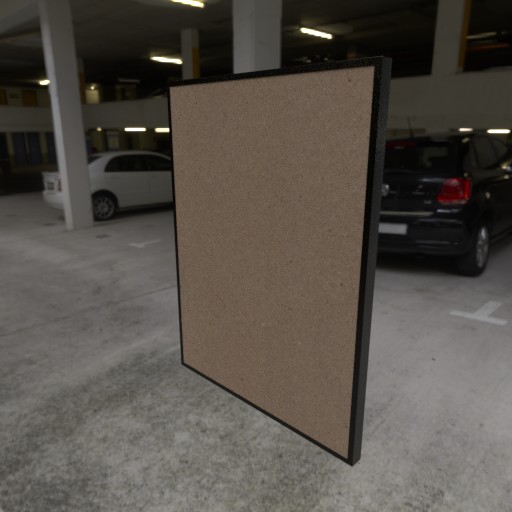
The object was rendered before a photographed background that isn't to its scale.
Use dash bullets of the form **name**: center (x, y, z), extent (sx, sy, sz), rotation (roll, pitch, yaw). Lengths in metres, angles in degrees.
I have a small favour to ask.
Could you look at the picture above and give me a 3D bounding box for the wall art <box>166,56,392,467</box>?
- **wall art**: center (0.000, 0.000, 1.359), extent (0.788, 1.046, 0.043), rotation (15, 22, 42)
